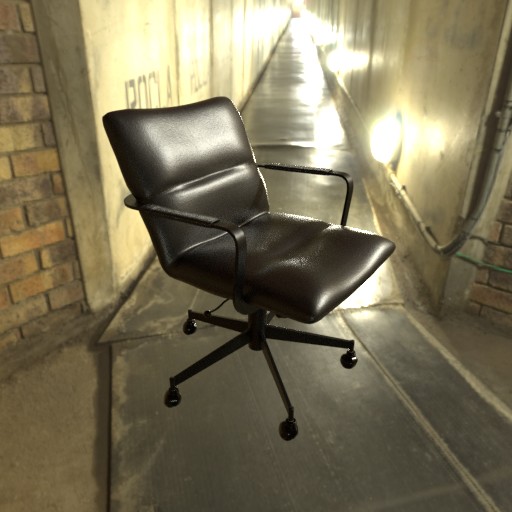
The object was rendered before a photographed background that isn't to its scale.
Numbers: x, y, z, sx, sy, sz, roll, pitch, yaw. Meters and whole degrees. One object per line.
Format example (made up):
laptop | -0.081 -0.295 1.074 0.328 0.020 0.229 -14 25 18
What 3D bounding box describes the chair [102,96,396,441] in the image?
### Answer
chair | 0.000 0.000 1.471 0.748 0.922 0.719 18 31 32
